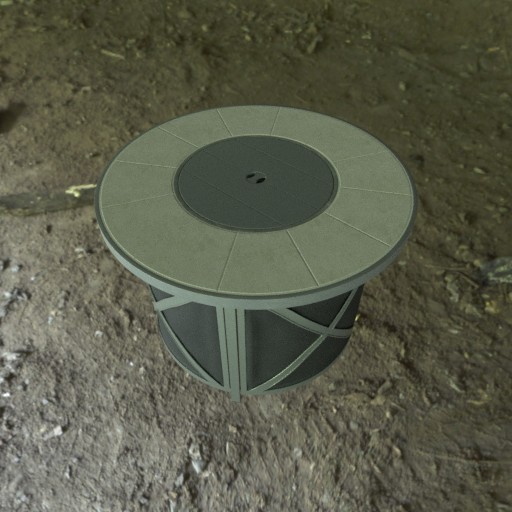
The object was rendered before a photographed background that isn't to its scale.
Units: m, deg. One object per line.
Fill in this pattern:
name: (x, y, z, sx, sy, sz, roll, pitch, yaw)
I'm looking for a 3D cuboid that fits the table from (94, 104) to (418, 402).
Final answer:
table: (0.000, 0.000, 1.523, 0.914, 0.650, 0.914, 0, 45, 0)
